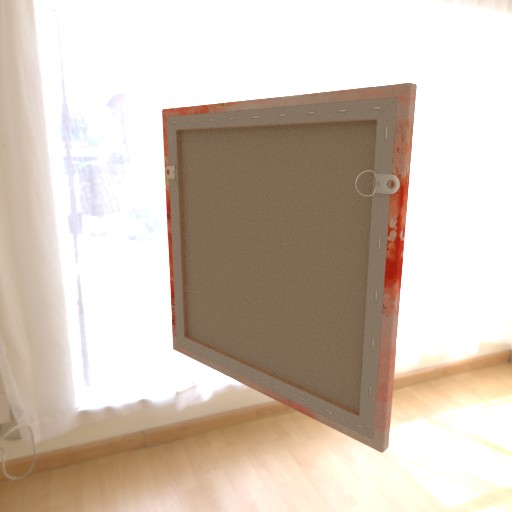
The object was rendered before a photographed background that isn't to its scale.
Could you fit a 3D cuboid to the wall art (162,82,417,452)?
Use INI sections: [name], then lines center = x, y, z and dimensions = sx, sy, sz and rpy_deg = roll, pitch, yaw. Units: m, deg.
[wall art]
center = 0.000, 0.000, 1.305
dimensions = 0.878, 0.878, 0.066
rpy_deg = 12, 18, 42
